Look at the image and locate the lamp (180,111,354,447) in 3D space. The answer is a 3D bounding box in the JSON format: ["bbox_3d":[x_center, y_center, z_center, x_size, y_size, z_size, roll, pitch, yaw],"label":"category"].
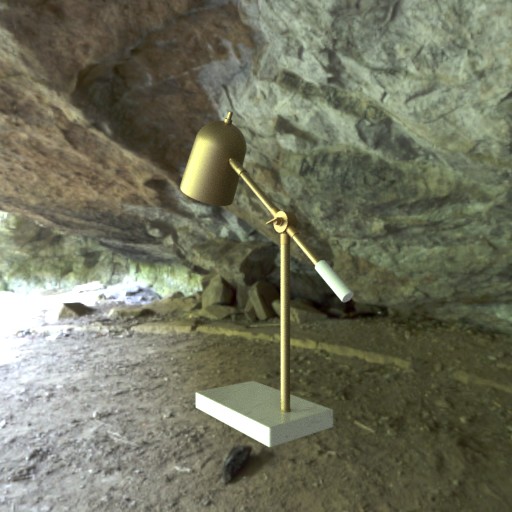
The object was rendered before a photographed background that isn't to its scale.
[{"bbox_3d":[0.000,0.000,0.846,0.144,0.603,0.471,0,-1,-37],"label":"lamp"}]
